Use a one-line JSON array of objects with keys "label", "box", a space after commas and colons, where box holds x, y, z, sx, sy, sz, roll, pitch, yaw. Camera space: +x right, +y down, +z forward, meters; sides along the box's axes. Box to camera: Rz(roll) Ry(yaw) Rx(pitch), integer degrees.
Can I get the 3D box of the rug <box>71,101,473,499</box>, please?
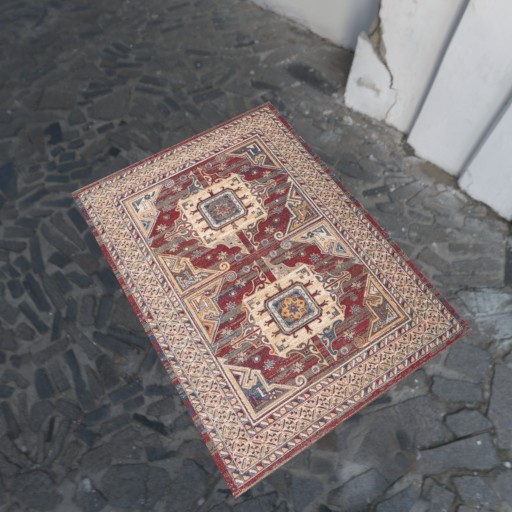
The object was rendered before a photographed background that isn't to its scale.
[{"label": "rug", "box": [0.000, 0.000, 4.134, 2.381, 0.013, 3.197, -29, 66, -14]}]
